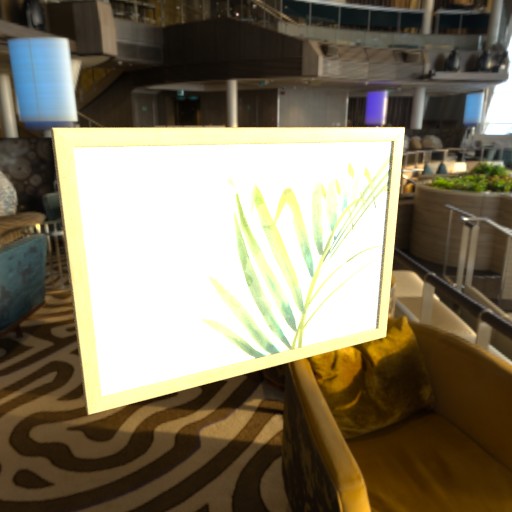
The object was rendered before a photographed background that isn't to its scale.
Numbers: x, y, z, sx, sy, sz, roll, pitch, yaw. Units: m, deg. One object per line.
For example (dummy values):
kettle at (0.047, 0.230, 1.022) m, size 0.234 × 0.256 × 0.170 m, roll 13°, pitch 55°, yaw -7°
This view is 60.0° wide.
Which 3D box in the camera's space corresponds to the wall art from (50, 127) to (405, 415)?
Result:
wall art at (0.000, 0.000, 0.684) m, size 0.533 × 0.381 × 0.032 m, roll -8°, pitch 18°, yaw -25°
